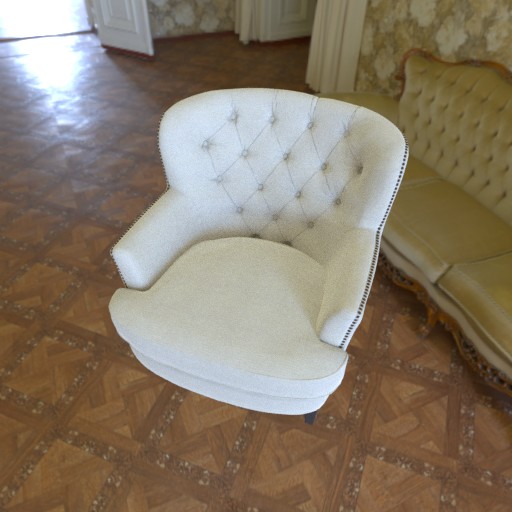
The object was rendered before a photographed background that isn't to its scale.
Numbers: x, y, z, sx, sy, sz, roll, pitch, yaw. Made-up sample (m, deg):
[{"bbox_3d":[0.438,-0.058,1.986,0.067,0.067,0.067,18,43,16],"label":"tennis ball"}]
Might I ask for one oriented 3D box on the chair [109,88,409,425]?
[{"bbox_3d":[0.000,0.000,1.567,0.848,0.868,0.906,13,43,15],"label":"chair"}]
